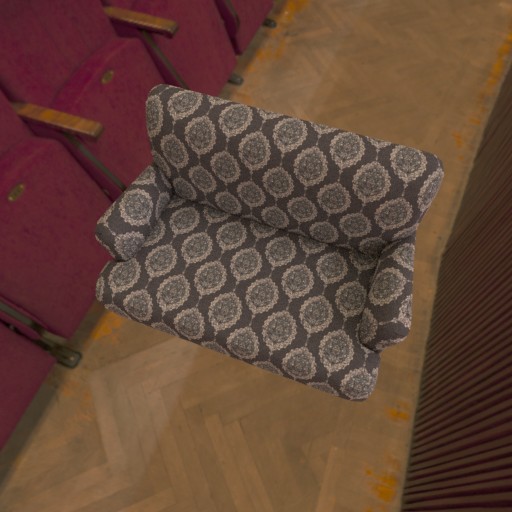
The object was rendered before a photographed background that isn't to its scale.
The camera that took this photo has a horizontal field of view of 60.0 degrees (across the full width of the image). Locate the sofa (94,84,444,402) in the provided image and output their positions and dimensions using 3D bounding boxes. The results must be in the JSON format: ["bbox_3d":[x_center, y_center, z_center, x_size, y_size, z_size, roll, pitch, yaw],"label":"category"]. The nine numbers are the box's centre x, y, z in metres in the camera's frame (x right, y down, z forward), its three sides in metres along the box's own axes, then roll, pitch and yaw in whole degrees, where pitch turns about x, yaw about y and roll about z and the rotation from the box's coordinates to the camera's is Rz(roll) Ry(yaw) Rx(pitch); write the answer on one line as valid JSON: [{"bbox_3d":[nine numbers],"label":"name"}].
[{"bbox_3d":[0.000,0.000,1.862,1.297,0.867,0.779,18,61,11],"label":"sofa"}]
